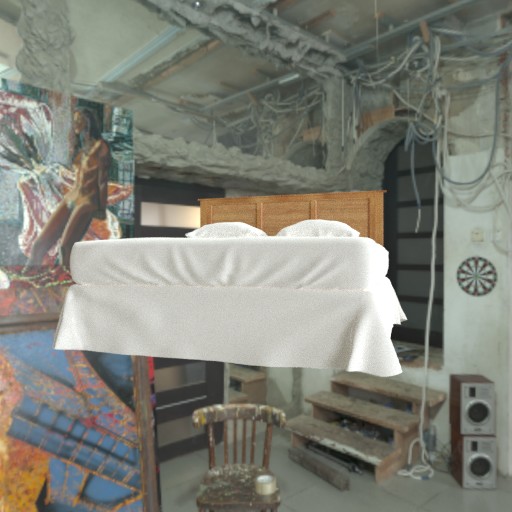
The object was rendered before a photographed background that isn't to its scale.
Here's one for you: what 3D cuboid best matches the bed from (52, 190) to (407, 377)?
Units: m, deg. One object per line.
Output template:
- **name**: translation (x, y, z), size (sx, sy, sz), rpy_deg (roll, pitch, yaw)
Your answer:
- **bed**: translation (0.000, 0.000, 3.587), size (2.317, 1.270, 2.215), rpy_deg (0, 0, 19)
